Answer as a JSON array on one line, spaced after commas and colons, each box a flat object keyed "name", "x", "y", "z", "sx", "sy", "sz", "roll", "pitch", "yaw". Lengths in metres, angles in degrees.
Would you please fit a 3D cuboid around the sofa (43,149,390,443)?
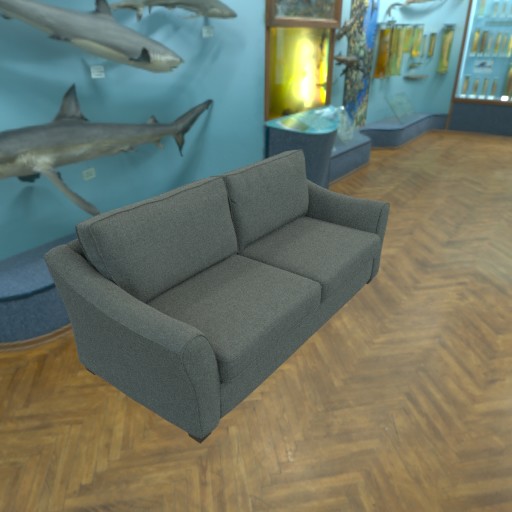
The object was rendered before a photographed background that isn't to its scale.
[{"name": "sofa", "x": 0.000, "y": 0.000, "z": 2.834, "sx": 1.013, "sy": 0.976, "sz": 2.203, "roll": 18, "pitch": 32, "yaw": 33}]
